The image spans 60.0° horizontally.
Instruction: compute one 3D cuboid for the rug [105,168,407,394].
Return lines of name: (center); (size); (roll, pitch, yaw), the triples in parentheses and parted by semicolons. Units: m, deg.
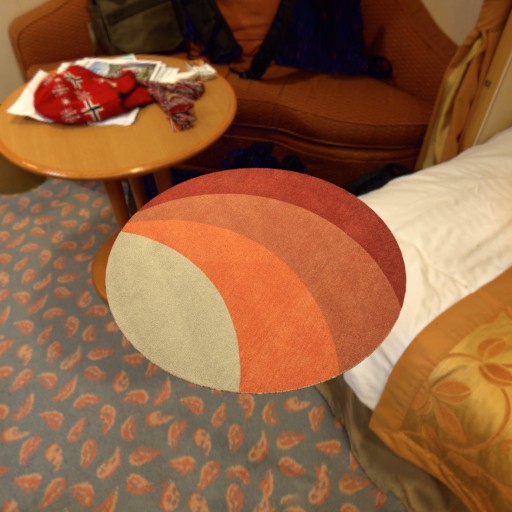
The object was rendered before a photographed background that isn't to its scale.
rug: (0.000, 0.000, 2.288); (1.514, 0.015, 1.514); (0, 47, 0)
